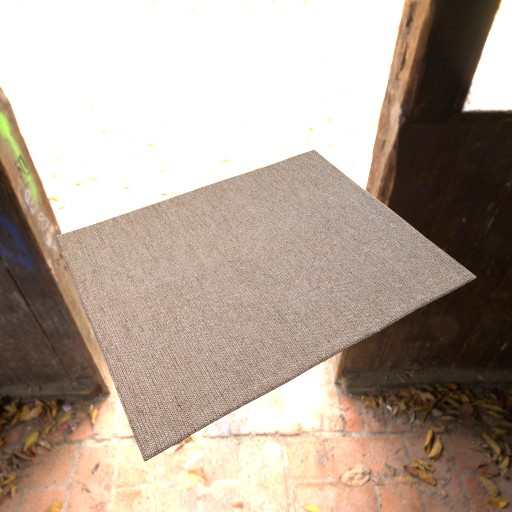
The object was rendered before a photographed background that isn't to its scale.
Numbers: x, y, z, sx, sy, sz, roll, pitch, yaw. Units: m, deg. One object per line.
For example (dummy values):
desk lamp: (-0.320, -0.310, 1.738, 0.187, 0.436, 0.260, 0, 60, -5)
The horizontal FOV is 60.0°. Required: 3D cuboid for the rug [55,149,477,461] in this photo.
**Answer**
rug: (0.000, 0.000, 4.033, 3.034, 0.012, 2.406, -23, 49, -21)
